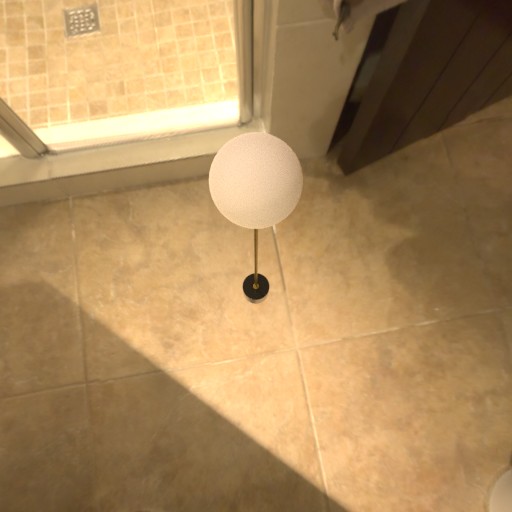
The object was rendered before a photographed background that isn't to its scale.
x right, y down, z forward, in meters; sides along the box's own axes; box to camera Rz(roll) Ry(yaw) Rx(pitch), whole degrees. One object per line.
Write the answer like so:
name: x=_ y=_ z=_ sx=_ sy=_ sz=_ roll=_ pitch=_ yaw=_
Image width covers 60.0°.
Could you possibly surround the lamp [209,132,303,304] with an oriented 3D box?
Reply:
lamp: x=0.000 y=0.000 z=1.811 sx=0.229 sy=1.748 sz=0.229 roll=42 pitch=80 yaw=9
